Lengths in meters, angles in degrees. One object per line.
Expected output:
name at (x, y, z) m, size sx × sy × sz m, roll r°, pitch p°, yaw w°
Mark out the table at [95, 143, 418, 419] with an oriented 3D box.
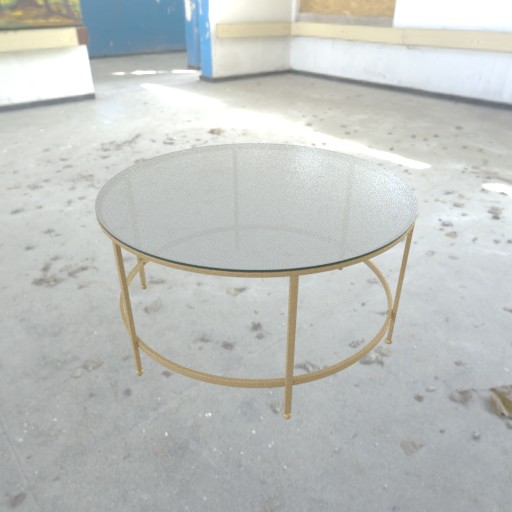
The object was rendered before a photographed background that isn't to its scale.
table at (0.000, 0.000, 1.430) m, size 0.914 × 0.470 × 0.914 m, roll 0°, pitch 31°, yaw 0°
